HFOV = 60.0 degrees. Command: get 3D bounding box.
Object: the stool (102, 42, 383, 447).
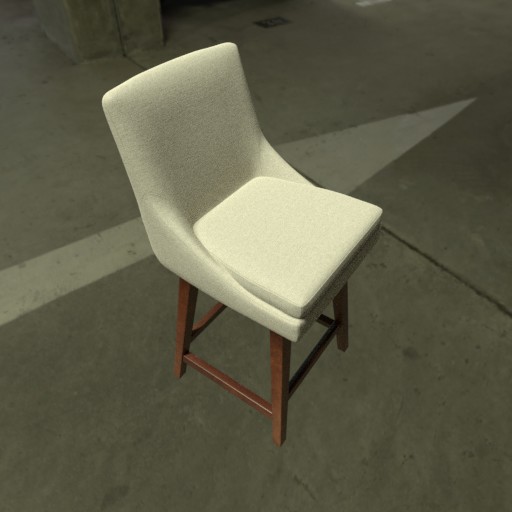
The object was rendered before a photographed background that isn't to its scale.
[{"bbox_3d":[0.000,0.000,1.288,0.559,0.991,0.469,25,48,25],"label":"stool"}]
